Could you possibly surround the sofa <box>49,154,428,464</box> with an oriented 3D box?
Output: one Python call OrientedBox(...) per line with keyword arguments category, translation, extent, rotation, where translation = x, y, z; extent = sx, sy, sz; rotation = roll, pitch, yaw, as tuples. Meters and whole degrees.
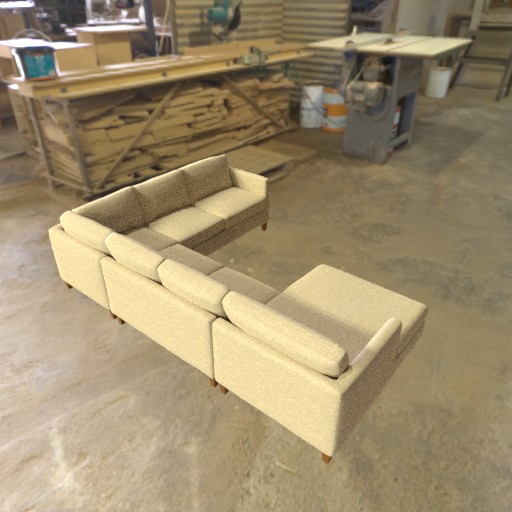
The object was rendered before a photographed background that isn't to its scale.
OrientedBox(category="sofa", translation=(0.000, 0.000, 4.578), extent=(3.460, 0.961, 2.594), rotation=(23, 38, 33))
